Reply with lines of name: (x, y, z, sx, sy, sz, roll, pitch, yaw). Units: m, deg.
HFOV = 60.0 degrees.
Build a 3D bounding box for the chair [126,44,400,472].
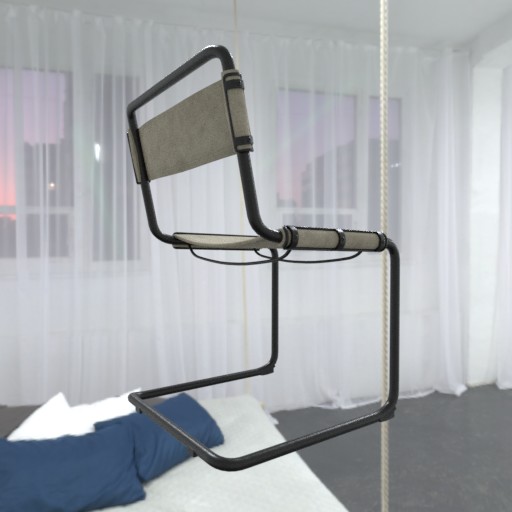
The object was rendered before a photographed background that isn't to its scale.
chair: (0.000, 0.000, 1.075, 0.497, 0.747, 0.499, -1, 1, -36)
